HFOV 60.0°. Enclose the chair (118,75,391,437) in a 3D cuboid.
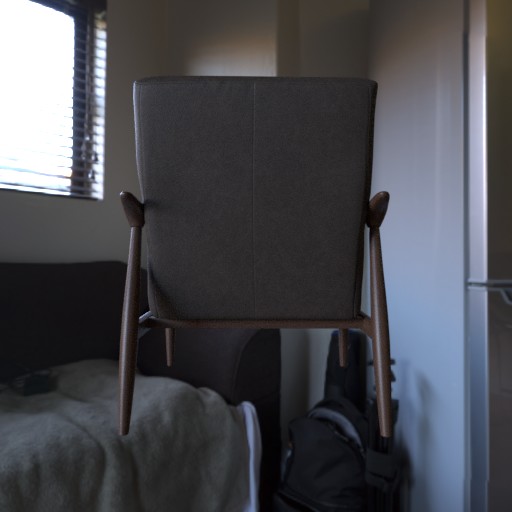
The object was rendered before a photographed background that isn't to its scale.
[{"bbox_3d":[0.000,0.000,1.385,0.741,0.831,0.798,0,0,1],"label":"chair"}]
